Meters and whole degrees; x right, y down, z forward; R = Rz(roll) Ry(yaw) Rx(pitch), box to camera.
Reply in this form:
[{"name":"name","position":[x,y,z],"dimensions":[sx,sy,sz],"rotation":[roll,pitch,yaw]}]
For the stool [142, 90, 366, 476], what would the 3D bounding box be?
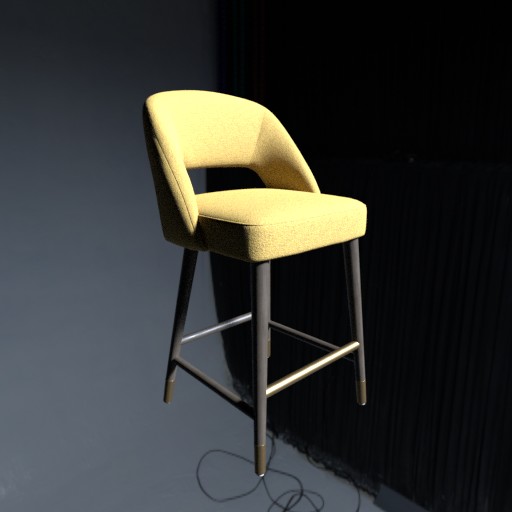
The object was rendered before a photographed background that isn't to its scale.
[{"name":"stool","position":[0.000,0.000,1.293],"dimensions":[0.536,0.939,0.522],"rotation":[-14,20,-41]}]
